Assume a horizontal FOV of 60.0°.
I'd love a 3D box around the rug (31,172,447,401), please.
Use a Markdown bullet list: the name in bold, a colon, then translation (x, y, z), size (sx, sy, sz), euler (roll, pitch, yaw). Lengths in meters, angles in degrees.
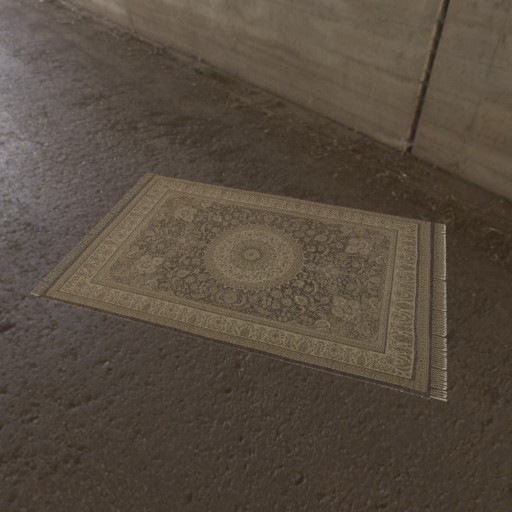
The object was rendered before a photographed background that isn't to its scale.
- **rug**: translation (0.000, 0.000, 2.988), size (2.440, 0.010, 1.528), euler (12, 42, 13)
